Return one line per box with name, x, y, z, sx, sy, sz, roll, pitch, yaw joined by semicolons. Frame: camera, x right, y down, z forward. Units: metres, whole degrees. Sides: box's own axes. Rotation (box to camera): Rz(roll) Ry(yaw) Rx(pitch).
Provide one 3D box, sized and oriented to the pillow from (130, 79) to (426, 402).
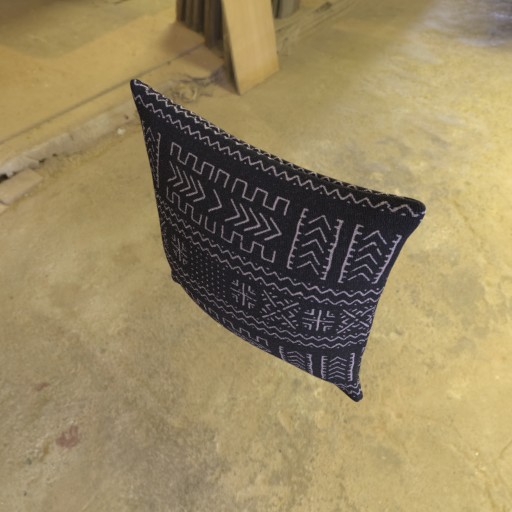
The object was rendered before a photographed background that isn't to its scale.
pillow;0.000;0.000;0.672;0.438;0.430;0.164;30;54;25
